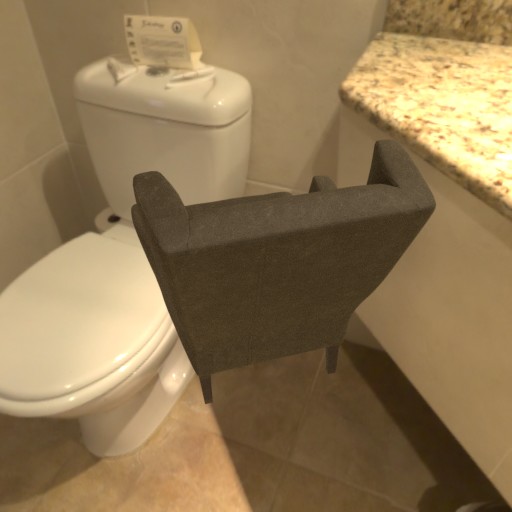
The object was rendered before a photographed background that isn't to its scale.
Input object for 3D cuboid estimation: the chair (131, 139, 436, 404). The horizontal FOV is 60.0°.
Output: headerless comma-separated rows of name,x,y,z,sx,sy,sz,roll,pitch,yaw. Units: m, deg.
chair,0.000,0.000,1.657,0.853,1.016,0.926,-10,42,-11
